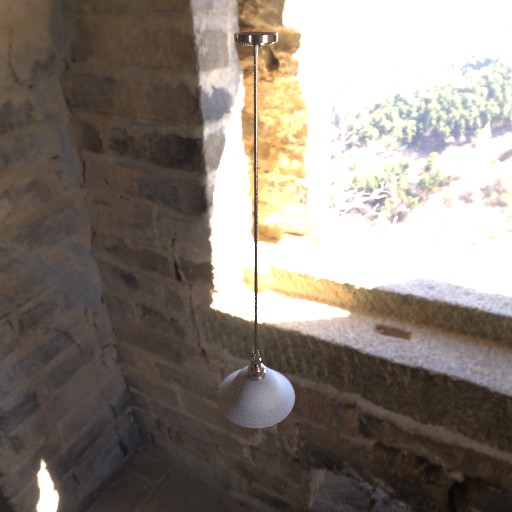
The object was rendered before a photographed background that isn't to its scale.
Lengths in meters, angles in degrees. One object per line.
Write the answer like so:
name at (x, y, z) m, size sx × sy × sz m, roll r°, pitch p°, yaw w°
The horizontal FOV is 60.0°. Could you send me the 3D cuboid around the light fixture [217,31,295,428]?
light fixture at (0.000, 0.000, 1.504) m, size 0.324 × 1.354 × 0.324 m, roll -9°, pitch 32°, yaw -15°
